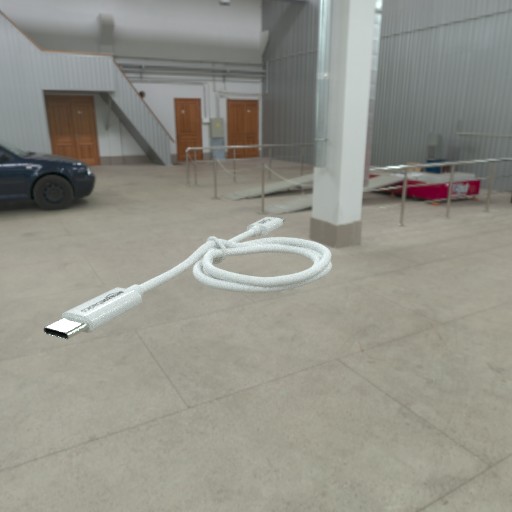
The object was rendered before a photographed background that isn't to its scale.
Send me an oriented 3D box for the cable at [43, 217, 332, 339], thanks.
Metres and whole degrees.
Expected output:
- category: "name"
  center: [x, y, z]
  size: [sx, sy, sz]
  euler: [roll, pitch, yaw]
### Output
- category: "cable"
  center: [0.000, 0.000, 0.211]
  size: [0.070, 0.014, 0.186]
  euler: [8, 19, 24]
